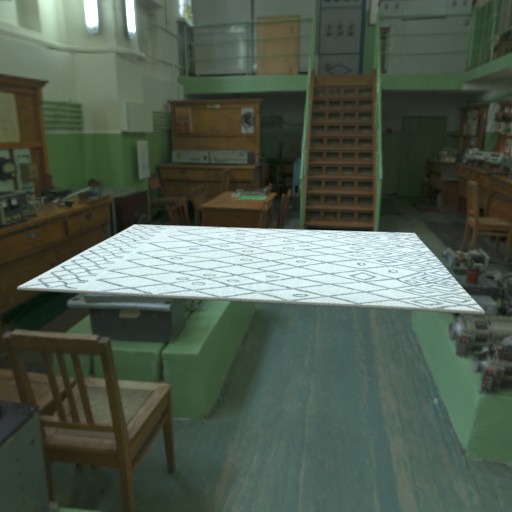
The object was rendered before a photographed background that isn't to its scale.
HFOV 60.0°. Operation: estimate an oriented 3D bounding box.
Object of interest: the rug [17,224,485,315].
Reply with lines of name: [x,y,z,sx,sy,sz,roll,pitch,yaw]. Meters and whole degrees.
rug: [0.000,0.000,2.286,1.828,0.015,1.222,2,17,8]
